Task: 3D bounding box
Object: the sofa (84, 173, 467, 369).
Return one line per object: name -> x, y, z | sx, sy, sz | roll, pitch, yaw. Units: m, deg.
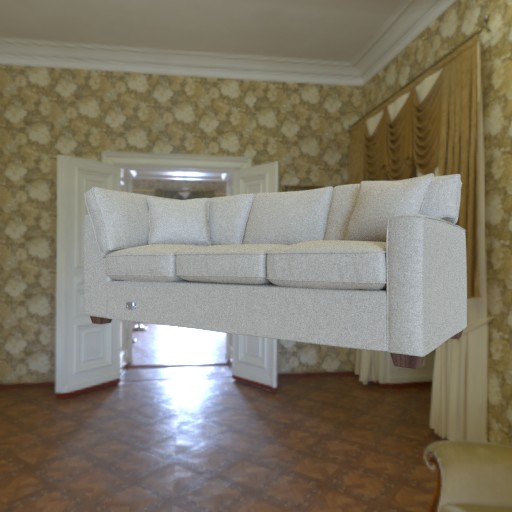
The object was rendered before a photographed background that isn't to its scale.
sofa -> 0.000, 0.000, 2.842 | 2.323, 0.948, 1.053 | 0, 0, 35
